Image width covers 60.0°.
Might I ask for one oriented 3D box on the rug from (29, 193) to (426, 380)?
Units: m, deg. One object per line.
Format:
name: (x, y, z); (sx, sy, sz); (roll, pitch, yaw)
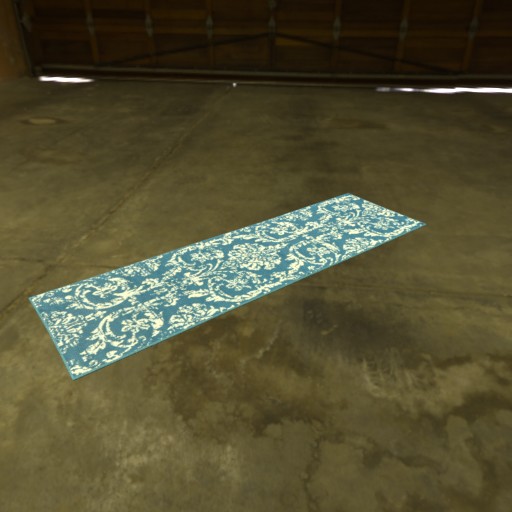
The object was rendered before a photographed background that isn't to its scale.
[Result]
rug: (0.000, 0.000, 2.440); (2.196, 0.011, 0.662); (-21, 36, -32)
